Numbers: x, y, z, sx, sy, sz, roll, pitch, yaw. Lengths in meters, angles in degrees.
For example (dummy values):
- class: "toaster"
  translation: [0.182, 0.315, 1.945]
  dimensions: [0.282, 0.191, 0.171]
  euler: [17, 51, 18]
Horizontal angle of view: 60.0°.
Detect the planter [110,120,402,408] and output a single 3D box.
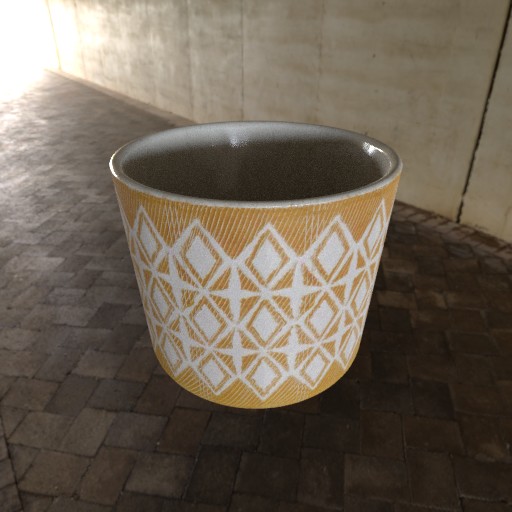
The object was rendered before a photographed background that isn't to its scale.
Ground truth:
- class: "planter"
  translation: [0.000, 0.000, 0.343]
  dimensions: [0.193, 0.165, 0.193]
  euler: [0, 29, 0]
